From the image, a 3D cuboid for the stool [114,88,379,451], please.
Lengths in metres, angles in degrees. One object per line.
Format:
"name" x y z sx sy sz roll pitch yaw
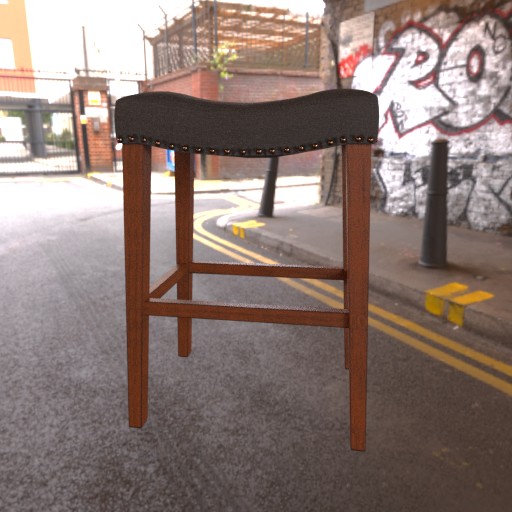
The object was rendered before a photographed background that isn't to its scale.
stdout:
"stool" 0.000 0.000 0.886 0.439 0.612 0.320 2 15 9
